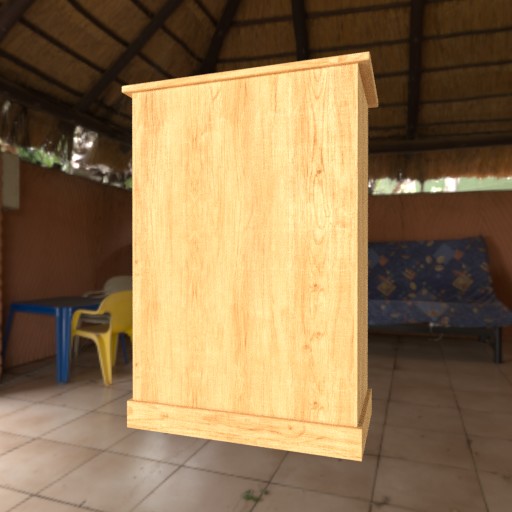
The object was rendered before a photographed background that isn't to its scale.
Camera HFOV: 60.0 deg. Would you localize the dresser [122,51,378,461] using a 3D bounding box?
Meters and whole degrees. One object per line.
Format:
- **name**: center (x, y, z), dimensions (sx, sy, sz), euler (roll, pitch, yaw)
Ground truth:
- **dresser**: center (0.000, 0.000, 1.772), dimensions (0.915, 1.300, 0.485), euler (0, 0, 18)
